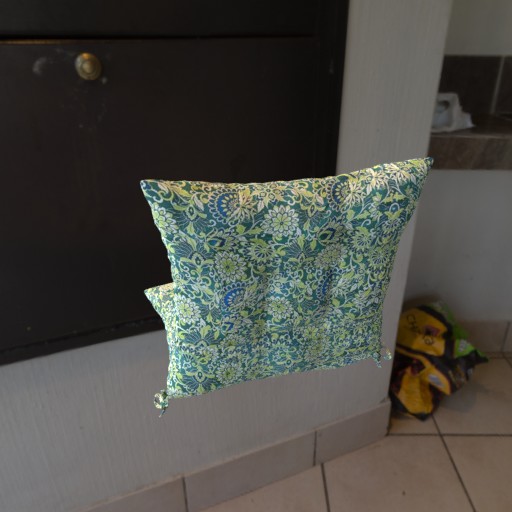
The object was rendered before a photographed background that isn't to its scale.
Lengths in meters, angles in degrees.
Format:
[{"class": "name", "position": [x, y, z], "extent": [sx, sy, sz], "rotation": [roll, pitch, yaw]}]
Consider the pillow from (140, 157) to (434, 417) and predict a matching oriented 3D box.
[{"class": "pillow", "position": [0.000, 0.000, 1.028], "extent": [0.541, 0.536, 0.585], "rotation": [-8, 27, -16]}]
